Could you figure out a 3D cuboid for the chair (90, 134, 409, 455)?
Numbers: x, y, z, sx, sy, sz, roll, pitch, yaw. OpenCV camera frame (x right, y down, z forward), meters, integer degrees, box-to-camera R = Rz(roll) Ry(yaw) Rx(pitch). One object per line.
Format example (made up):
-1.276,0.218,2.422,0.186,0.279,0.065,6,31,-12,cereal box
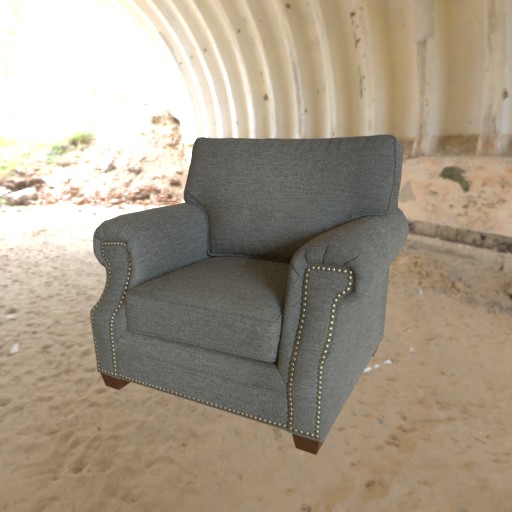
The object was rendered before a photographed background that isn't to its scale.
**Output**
0.000,0.000,1.818,1.092,0.961,0.965,7,16,26,chair
